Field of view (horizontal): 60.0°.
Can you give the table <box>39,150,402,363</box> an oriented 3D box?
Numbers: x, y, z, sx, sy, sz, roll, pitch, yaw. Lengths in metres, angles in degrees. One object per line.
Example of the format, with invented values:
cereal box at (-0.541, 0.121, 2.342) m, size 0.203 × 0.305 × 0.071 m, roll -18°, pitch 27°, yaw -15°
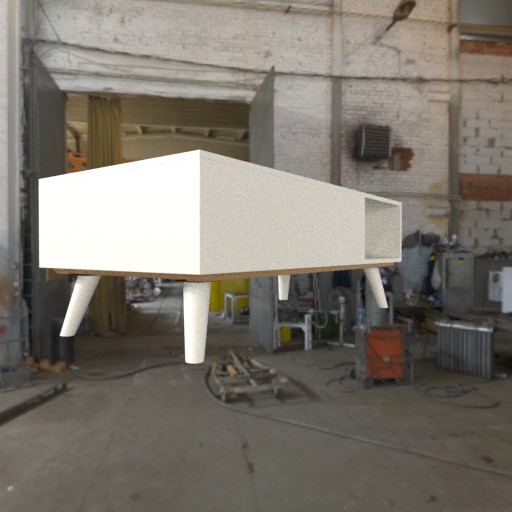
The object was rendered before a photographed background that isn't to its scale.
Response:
table at (0.000, 0.000, 1.525) m, size 0.609 × 0.432 × 1.194 m, roll 1°, pitch 1°, yaw 36°
